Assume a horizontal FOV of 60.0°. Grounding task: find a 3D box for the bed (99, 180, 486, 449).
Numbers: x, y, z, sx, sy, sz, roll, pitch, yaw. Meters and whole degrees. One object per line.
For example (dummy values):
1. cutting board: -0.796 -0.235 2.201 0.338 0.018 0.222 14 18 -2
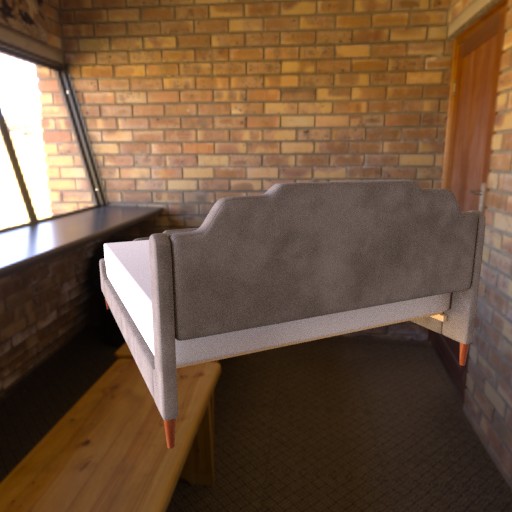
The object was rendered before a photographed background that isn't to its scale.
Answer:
1. bed: 0.000 0.000 3.426 2.074 1.245 2.340 -6 14 -25
